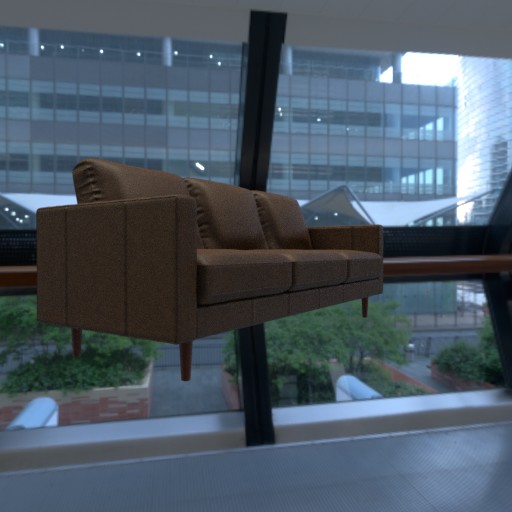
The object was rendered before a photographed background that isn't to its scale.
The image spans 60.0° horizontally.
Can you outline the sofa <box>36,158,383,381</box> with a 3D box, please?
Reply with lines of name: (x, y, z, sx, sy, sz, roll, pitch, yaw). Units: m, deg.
sofa: (0.000, 0.000, 2.678, 0.903, 0.930, 2.231, 0, 1, 34)
